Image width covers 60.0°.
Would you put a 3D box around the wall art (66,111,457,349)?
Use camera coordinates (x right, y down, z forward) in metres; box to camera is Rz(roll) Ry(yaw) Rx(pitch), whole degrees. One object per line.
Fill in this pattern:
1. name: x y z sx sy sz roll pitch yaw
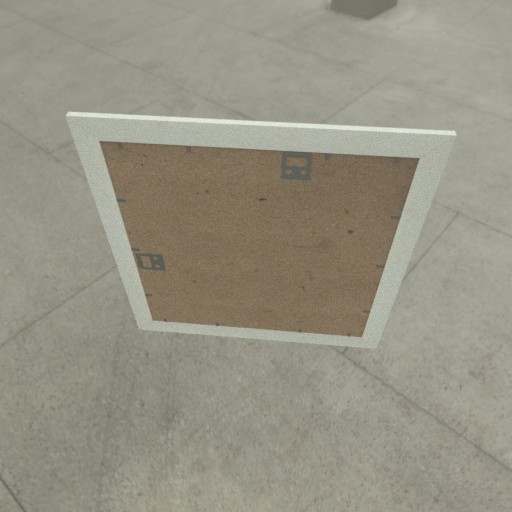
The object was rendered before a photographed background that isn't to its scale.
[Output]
1. wall art: 0.000 0.000 0.880 0.584 0.584 0.013 4 47 4
